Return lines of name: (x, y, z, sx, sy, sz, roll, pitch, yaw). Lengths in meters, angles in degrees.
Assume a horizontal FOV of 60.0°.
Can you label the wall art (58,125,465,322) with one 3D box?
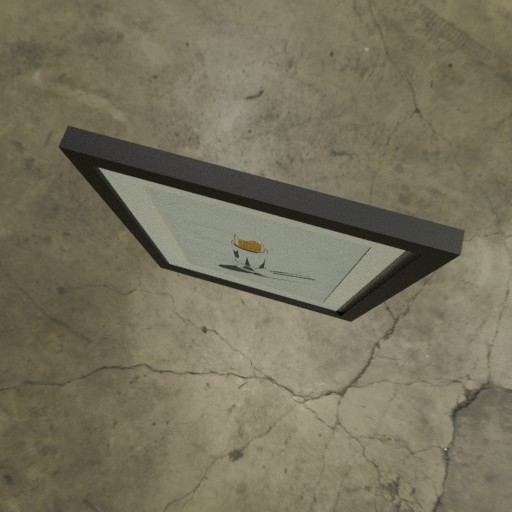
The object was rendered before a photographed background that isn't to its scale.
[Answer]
wall art: (0.000, 0.000, 0.757, 0.457, 0.559, 0.029, 16, 75, 4)
